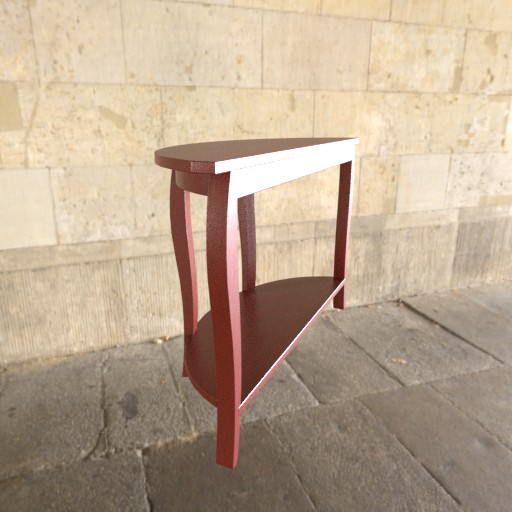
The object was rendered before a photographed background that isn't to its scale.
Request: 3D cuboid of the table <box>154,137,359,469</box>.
[{"bbox_3d":[0.000,0.000,1.584,0.405,0.779,1.219,8,19,24],"label":"table"}]
